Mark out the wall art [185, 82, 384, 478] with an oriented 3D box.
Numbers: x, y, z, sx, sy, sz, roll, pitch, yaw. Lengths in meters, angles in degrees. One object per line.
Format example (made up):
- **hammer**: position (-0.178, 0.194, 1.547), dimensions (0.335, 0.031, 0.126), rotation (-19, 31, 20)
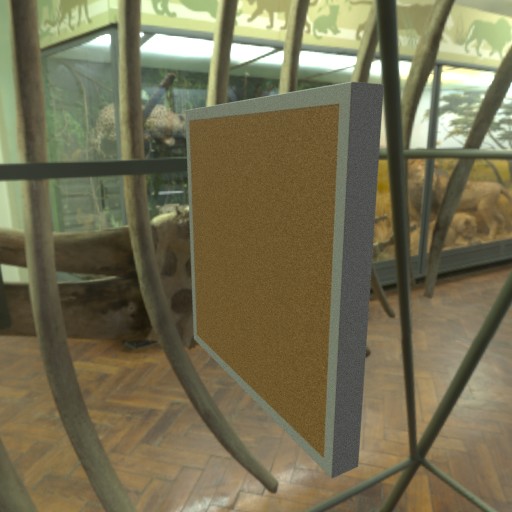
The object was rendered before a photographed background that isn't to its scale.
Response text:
- **wall art**: position (0.000, 0.000, 0.614), dimensions (0.038, 0.406, 0.406), rotation (-8, 16, -28)
